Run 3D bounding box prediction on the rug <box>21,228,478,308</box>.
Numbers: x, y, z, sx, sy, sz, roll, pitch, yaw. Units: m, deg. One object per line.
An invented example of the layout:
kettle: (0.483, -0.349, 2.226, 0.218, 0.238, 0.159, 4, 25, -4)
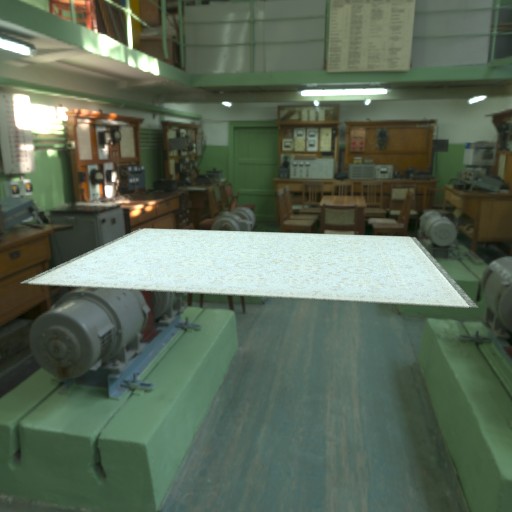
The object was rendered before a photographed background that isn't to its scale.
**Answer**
rug: (0.000, 0.000, 2.848, 2.233, 0.011, 1.514, 2, 15, 9)
